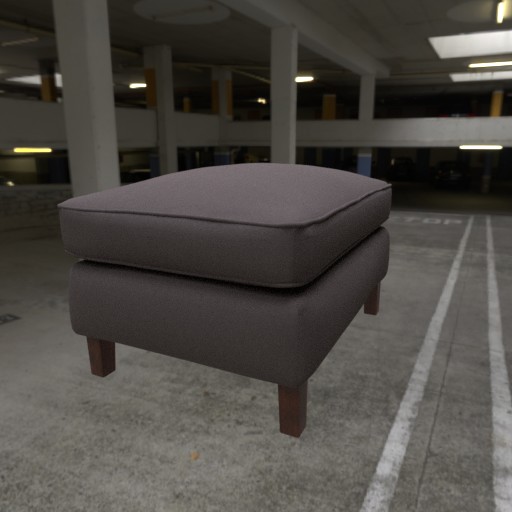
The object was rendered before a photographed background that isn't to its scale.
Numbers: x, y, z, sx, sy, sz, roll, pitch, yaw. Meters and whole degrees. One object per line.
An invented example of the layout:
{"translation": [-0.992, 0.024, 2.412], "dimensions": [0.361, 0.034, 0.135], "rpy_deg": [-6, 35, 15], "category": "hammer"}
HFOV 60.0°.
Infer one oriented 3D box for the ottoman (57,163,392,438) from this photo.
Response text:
{"translation": [0.000, 0.000, 1.001], "dimensions": [0.508, 0.406, 0.686], "rpy_deg": [7, 16, 26], "category": "ottoman"}
